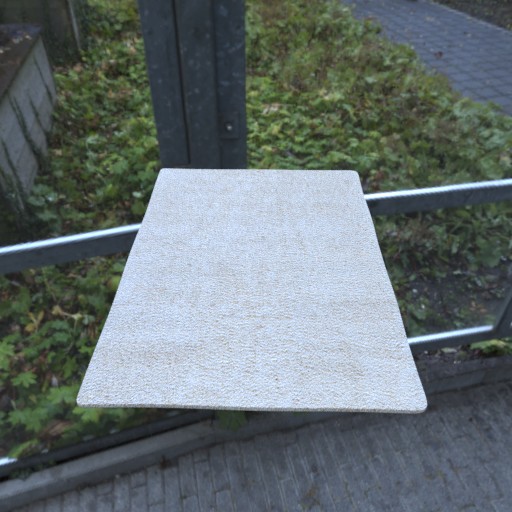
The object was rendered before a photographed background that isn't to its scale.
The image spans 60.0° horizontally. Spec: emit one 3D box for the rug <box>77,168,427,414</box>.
[{"bbox_3d":[0.000,0.000,2.108,1.200,0.027,1.600,1,41,1],"label":"rug"}]
